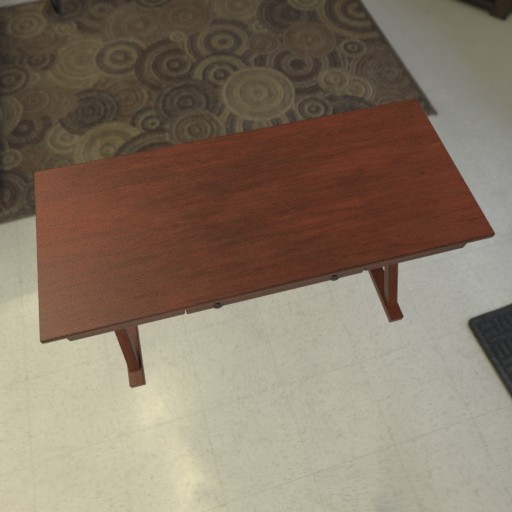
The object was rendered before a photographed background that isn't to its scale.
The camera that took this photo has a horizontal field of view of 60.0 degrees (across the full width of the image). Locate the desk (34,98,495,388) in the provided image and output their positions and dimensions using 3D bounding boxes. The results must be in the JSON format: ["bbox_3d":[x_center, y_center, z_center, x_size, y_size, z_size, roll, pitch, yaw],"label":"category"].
[{"bbox_3d":[0.000,0.000,1.758,1.372,0.761,0.600,-13,64,-7],"label":"desk"}]
